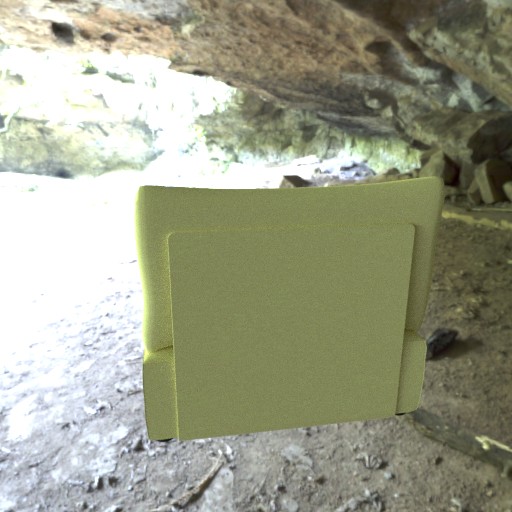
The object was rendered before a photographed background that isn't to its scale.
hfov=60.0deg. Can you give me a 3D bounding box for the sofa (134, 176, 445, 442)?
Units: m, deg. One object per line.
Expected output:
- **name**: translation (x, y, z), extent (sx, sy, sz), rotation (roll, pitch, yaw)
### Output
- **sofa**: translation (0.000, 0.000, 2.011), extent (0.930, 0.820, 1.450), rotation (-3, 16, -10)
